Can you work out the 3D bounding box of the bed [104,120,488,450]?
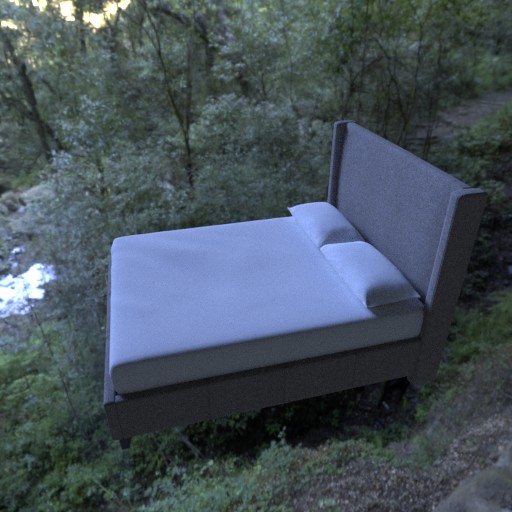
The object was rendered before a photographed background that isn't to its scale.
[{"bbox_3d":[0.000,0.000,3.299,2.245,1.476,1.714,-8,32,-13],"label":"bed"}]
